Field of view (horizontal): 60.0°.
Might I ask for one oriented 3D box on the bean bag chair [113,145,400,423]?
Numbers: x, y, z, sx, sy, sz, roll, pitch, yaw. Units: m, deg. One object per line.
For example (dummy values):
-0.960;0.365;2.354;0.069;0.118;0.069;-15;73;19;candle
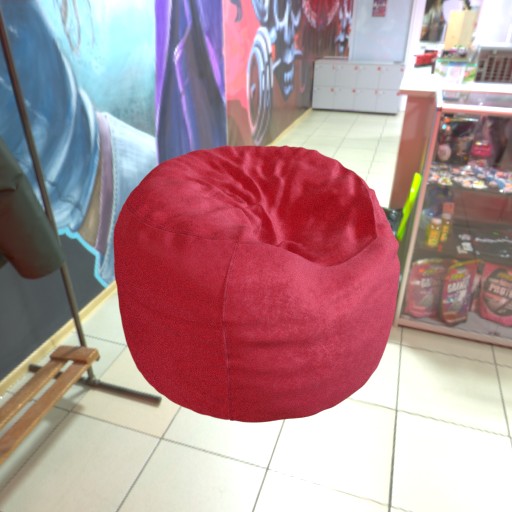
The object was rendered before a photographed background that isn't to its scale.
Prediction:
0.000;0.000;1.950;1.218;0.788;1.218;0;29;0;bean bag chair
